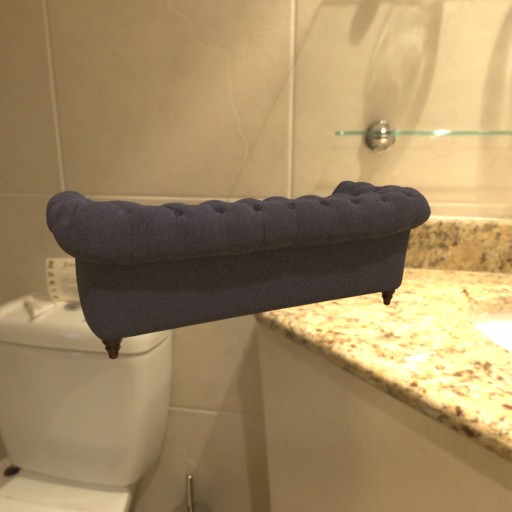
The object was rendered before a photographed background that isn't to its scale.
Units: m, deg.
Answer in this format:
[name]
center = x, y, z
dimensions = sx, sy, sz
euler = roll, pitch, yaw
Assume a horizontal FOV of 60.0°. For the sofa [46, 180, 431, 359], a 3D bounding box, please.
[sofa]
center = 0.000, 0.000, 2.792
dimensions = 2.335, 0.836, 1.046
euler = -7, 15, -26
